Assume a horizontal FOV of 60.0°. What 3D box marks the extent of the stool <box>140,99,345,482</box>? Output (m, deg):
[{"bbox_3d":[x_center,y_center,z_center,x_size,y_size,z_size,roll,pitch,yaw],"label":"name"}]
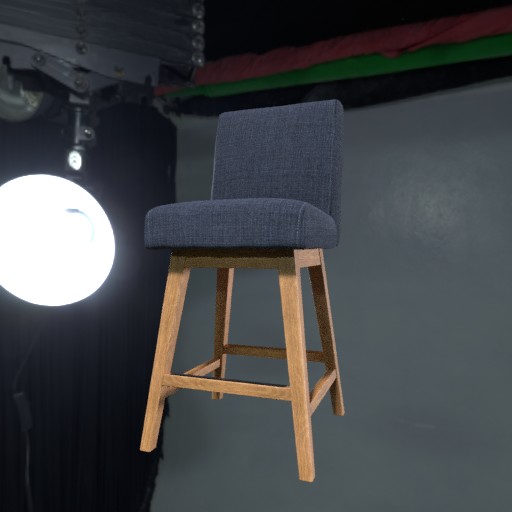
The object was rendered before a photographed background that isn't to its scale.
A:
[{"bbox_3d":[0.000,0.000,1.306,0.459,1.010,0.526,0,1,20],"label":"stool"}]
